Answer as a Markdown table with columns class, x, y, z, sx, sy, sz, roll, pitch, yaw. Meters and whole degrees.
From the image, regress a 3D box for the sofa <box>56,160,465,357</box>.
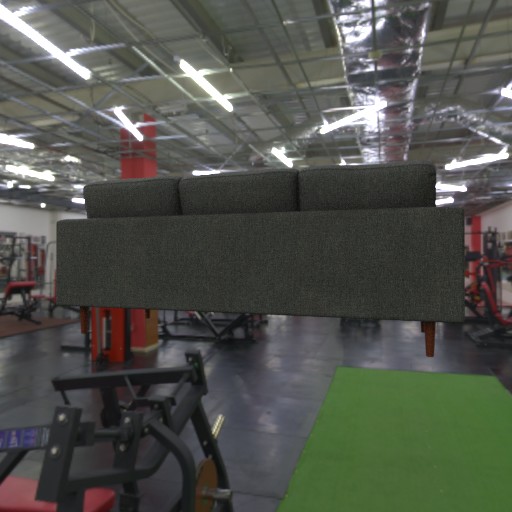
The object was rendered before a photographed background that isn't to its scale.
| class | x | y | z | sx | sy | sz | roll | pitch | yaw |
| --- | --- | --- | --- | --- | --- | --- | --- | --- | --- |
| sofa | 0.000 | 0.000 | 2.700 | 2.246 | 0.930 | 0.903 | 0 | 0 | 19 |
